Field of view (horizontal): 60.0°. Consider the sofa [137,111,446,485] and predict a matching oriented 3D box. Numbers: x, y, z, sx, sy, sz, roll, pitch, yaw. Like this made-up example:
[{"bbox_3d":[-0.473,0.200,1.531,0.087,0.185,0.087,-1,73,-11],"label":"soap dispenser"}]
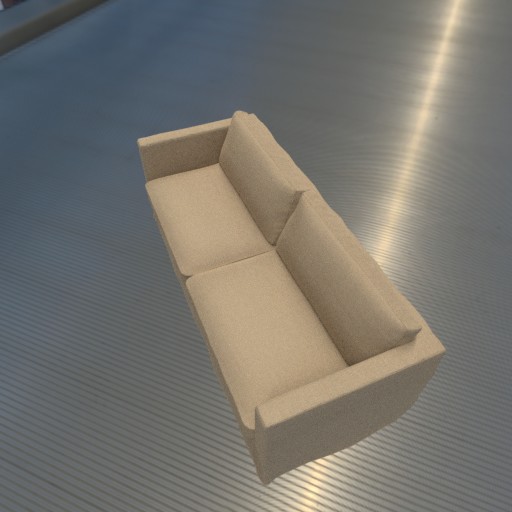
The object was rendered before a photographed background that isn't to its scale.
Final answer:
[{"bbox_3d":[0.000,0.000,2.821,0.962,0.853,2.312,-18,50,-15],"label":"sofa"}]
